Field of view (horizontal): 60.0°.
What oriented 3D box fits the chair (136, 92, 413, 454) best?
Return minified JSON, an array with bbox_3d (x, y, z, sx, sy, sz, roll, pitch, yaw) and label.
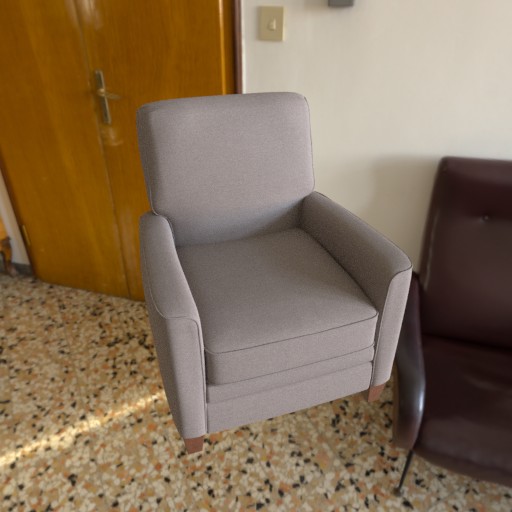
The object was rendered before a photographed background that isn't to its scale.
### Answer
[{"bbox_3d":[0.000,0.000,1.665,0.845,1.023,0.859,-10,33,-16],"label":"chair"}]
